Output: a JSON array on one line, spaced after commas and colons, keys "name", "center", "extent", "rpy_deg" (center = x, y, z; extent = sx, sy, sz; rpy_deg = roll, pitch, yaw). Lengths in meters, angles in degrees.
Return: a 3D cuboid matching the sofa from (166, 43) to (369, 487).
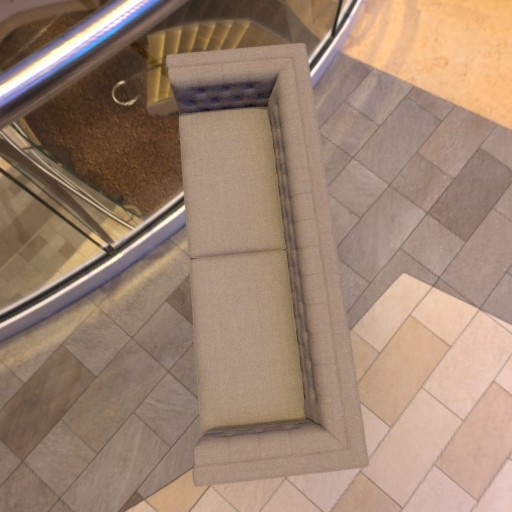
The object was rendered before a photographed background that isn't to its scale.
[{"name": "sofa", "center": [0.000, 0.000, 2.528], "extent": [0.775, 0.762, 2.159], "rpy_deg": [-6, 77, -1]}]
